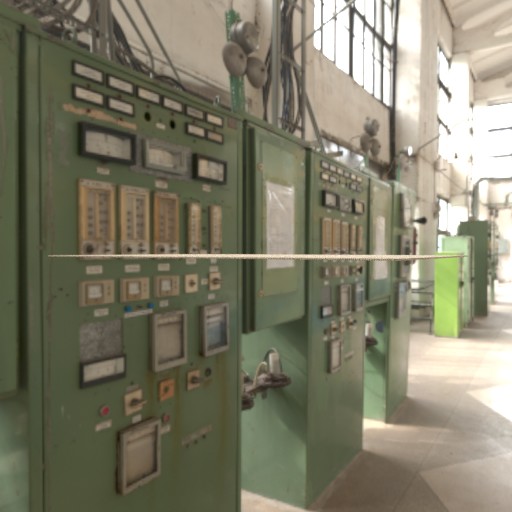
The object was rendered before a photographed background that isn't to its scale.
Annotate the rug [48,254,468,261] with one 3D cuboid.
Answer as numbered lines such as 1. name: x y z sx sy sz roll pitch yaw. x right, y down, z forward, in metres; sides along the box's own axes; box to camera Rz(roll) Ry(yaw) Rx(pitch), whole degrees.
1. rug: 0.000 0.000 2.208 1.752 0.006 1.142 0 1 34
